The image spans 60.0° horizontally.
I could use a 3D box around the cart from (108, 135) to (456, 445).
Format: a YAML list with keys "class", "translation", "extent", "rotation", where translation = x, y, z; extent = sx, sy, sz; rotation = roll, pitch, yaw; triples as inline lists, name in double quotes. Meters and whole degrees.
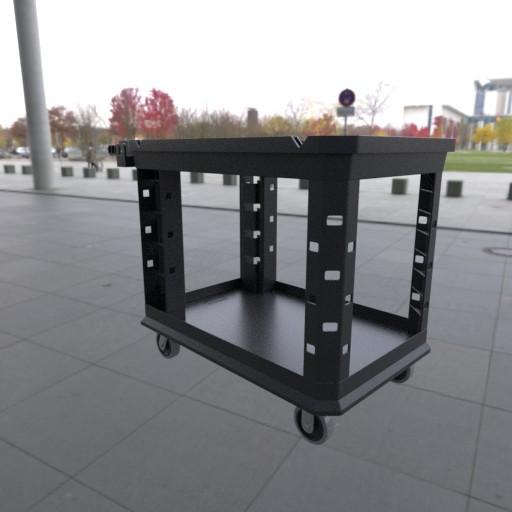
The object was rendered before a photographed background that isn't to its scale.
- class: "cart"
  translation: [0.000, 0.000, 1.743]
  extent: [0.674, 0.884, 1.239]
  rotation: [-13, 19, -43]
